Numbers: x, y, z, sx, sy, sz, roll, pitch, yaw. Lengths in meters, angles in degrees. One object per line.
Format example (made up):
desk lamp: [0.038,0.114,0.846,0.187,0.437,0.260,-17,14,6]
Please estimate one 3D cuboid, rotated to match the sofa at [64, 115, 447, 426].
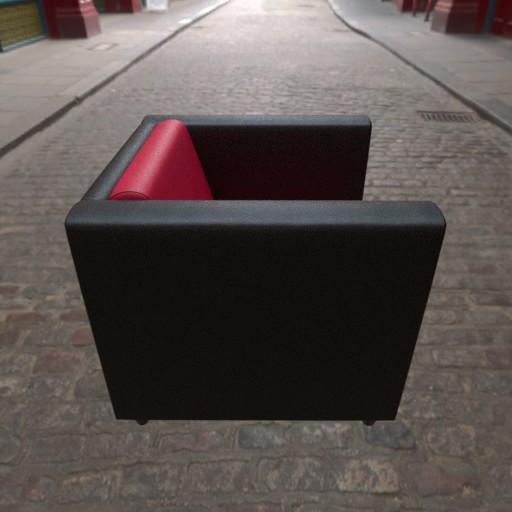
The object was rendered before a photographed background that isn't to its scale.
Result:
sofa: [0.000,0.000,1.434,0.809,0.724,0.839,0,32,0]
